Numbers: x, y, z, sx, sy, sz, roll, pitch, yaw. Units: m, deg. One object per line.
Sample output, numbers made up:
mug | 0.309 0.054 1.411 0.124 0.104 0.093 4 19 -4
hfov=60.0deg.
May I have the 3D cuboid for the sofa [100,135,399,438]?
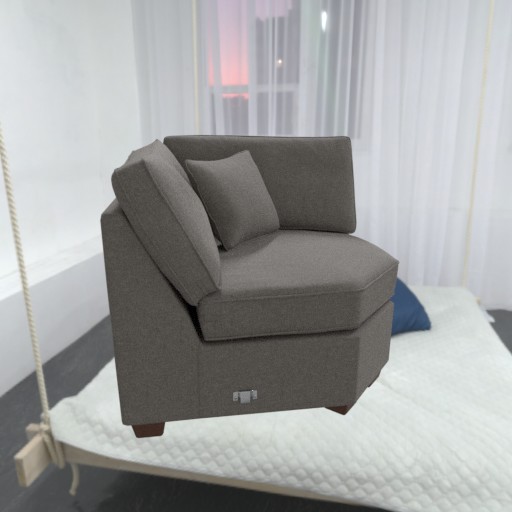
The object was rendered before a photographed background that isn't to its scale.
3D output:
sofa | 0.000 0.000 1.830 1.042 0.951 1.050 -2 17 -8
